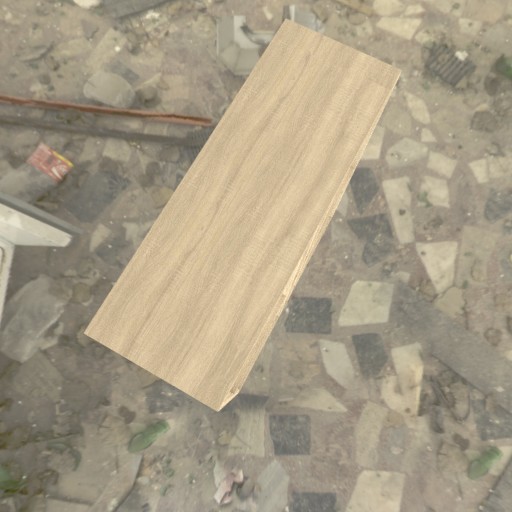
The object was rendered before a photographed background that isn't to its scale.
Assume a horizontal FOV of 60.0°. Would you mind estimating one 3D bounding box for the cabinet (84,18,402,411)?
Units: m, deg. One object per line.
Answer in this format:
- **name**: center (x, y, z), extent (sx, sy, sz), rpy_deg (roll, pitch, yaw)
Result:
- **cabinet**: center (0.000, 0.000, 1.902), extent (0.398, 1.388, 1.111), rpy_deg (28, 77, 7)
